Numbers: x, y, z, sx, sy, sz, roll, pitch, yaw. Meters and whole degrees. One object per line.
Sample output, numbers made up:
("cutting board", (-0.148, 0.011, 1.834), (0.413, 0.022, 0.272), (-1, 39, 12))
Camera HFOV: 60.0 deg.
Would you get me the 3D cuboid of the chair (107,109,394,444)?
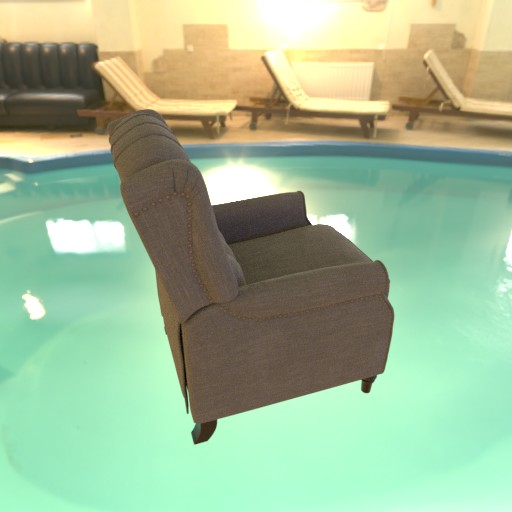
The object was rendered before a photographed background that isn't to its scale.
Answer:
("chair", (0.000, 0.000, 1.644), (0.898, 1.035, 0.742), (-10, 32, -16))
